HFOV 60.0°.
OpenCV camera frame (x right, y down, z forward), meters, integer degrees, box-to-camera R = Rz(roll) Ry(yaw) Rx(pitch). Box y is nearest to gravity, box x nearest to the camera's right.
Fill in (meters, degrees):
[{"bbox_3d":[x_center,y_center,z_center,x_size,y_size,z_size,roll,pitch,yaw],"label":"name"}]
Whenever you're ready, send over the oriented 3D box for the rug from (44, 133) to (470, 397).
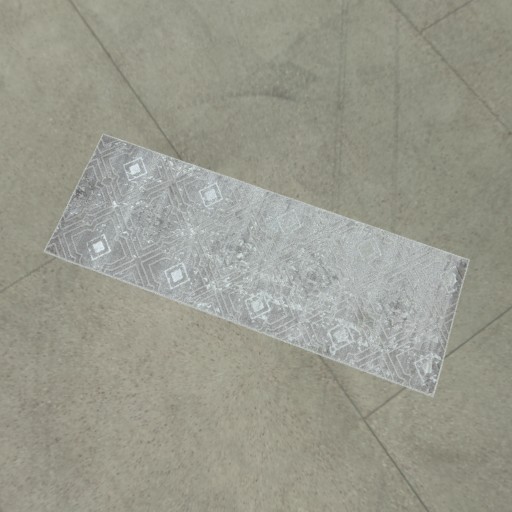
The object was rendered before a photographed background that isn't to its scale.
[{"bbox_3d":[0.000,0.000,2.623,2.381,0.035,0.832,20,77,5],"label":"rug"}]
